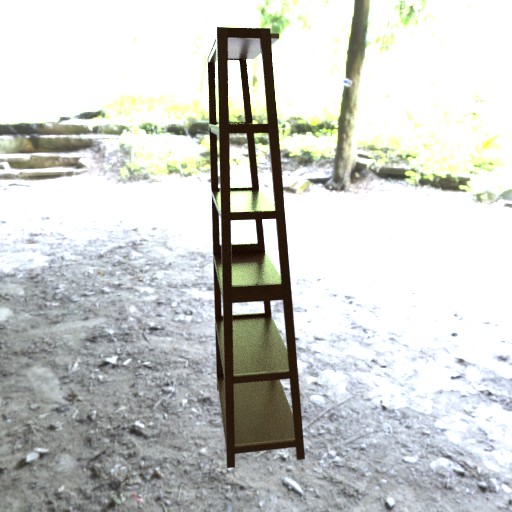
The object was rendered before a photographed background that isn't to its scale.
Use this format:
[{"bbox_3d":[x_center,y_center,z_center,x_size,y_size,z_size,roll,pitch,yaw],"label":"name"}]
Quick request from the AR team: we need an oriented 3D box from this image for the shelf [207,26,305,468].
[{"bbox_3d":[0.000,0.000,2.160,0.382,1.892,0.660,-3,18,-9],"label":"shelf"}]
